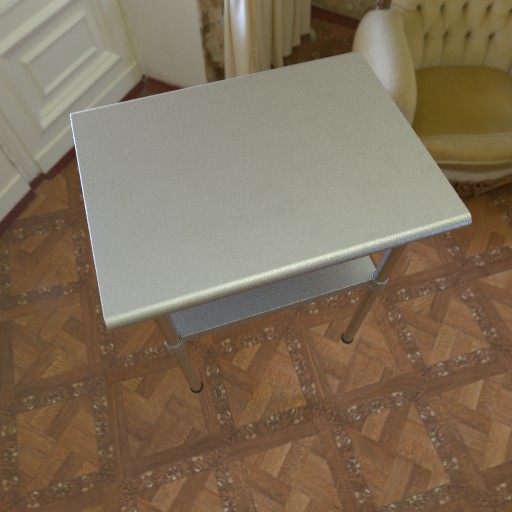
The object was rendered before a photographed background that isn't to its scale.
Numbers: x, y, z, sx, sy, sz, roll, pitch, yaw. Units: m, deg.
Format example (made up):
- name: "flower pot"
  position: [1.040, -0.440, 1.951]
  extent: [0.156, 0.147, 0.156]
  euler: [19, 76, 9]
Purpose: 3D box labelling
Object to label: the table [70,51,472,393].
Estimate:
- name: "table"
  position: [0.000, 0.000, 1.376]
  extent: [0.762, 0.876, 0.584]
  euler: [-16, 62, -9]
